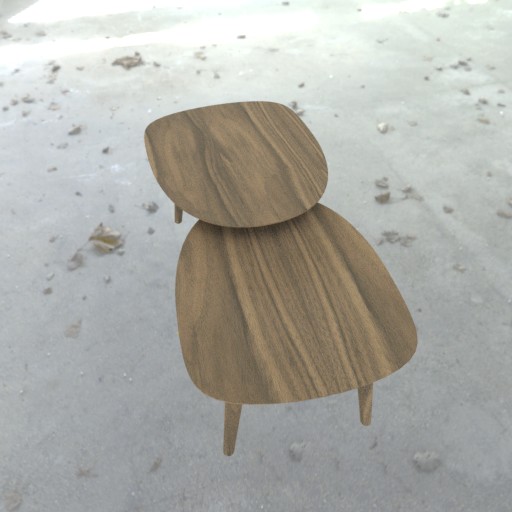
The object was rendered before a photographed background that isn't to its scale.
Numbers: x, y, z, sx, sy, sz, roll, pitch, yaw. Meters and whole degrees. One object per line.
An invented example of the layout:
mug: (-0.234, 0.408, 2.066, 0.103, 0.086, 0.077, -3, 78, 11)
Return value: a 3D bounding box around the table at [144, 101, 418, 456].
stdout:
table: (0.000, 0.000, 1.339, 0.527, 0.429, 1.084, -11, 47, -10)
